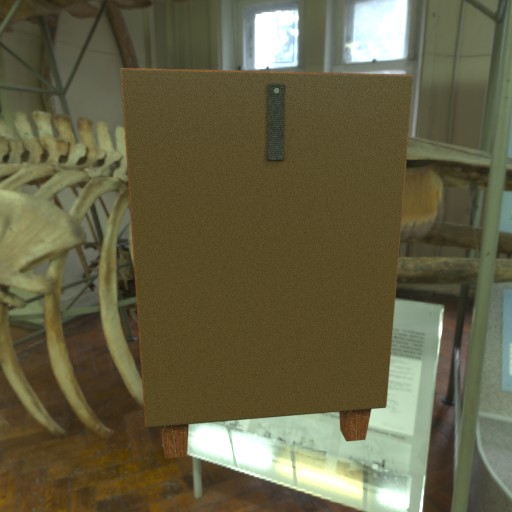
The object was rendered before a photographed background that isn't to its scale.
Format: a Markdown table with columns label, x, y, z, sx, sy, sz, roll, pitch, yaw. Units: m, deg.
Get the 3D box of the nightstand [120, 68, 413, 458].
| label | x | y | z | sx | sy | sz | roll | pitch | yaw |
| --- | --- | --- | --- | --- | --- | --- | --- | --- | --- |
| nightstand | 0.000 | 0.000 | 0.969 | 0.465 | 0.695 | 0.410 | -2 | 14 | -8 |
